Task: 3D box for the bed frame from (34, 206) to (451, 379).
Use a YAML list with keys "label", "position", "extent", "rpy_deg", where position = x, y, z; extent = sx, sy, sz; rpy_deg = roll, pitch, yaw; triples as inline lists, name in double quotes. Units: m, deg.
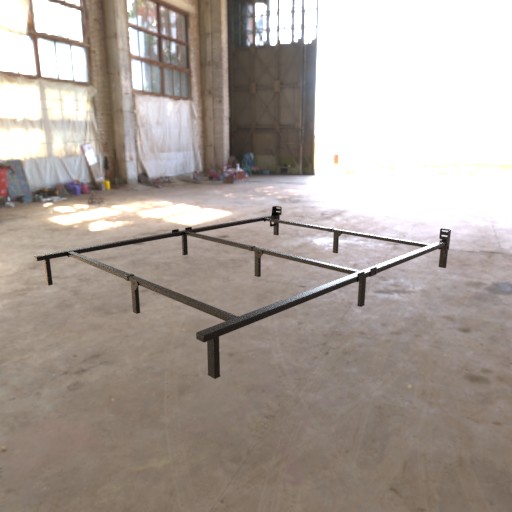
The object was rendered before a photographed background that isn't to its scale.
- label: "bed frame"
  position: [0.000, 0.000, 2.644]
  extent: [1.498, 0.248, 1.990]
  rpy_deg: [14, 20, 43]
